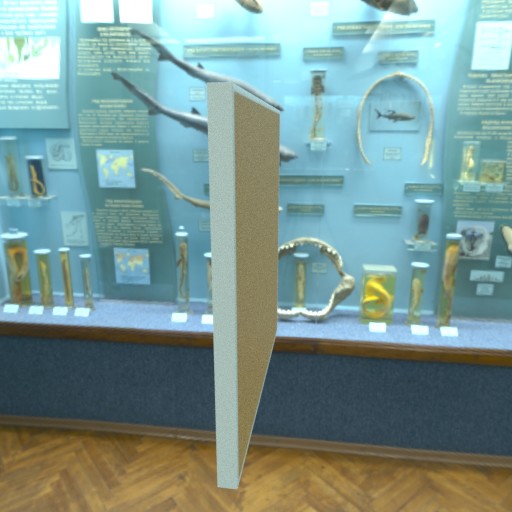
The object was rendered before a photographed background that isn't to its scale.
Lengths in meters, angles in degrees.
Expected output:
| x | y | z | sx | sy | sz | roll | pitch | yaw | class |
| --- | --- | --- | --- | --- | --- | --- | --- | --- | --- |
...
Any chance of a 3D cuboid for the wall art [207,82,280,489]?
| x | y | z | sx | sy | sz | roll | pitch | yaw | class |
| --- | --- | --- | --- | --- | --- | --- | --- | --- | --- |
| 0.000 | 0.000 | 1.159 | 0.041 | 0.765 | 0.768 | 2 | 15 | 8 | wall art |
